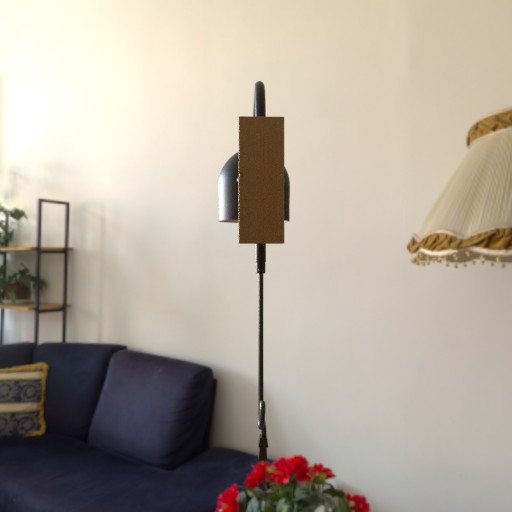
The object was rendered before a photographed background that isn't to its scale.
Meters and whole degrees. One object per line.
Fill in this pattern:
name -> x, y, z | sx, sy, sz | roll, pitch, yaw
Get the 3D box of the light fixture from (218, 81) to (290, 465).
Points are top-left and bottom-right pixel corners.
light fixture -> 0.000, 0.000, 1.070 | 0.215, 0.696, 0.720 | 0, -1, -1
